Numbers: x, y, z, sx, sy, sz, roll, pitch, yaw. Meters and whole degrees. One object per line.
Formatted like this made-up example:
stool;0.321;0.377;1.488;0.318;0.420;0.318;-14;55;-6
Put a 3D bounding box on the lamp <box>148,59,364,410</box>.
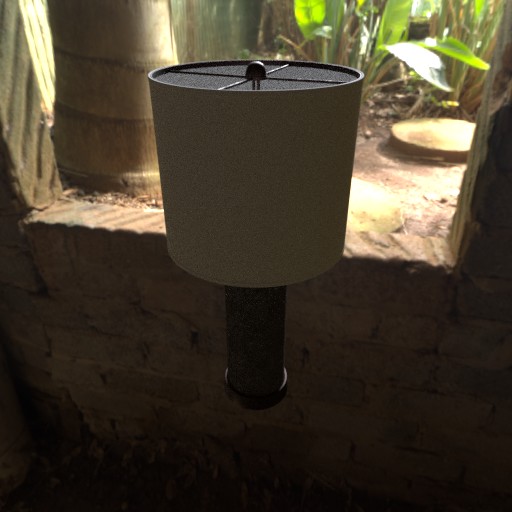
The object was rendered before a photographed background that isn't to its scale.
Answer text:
lamp;0.000;0.000;0.779;0.301;0.630;0.301;-11;32;-19
